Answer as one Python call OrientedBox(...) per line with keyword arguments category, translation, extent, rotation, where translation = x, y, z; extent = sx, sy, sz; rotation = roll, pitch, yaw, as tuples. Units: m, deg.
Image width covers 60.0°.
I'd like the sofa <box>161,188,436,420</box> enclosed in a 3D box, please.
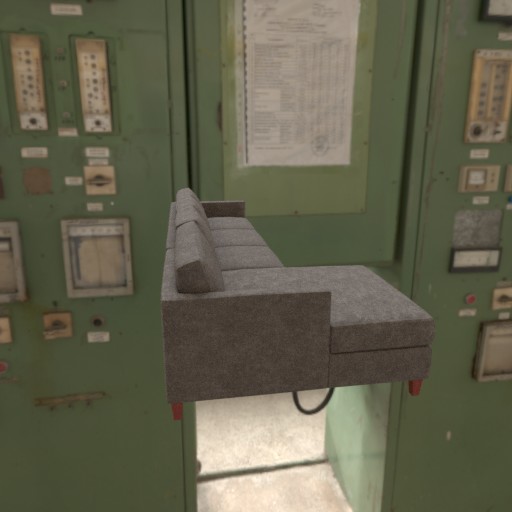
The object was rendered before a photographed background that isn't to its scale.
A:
OrientedBox(category="sofa", translation=(0.000, 0.000, 4.119), extent=(1.606, 0.954, 3.471), rotation=(-3, 16, -9))
